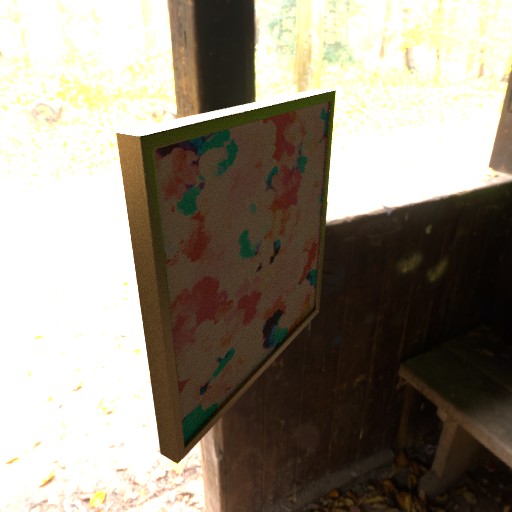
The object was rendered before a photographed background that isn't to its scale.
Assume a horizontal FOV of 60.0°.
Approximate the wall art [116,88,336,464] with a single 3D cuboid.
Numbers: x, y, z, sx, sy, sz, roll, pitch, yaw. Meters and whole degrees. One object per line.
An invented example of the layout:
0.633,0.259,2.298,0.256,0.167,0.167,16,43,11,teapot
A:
0.000,0.000,0.783,0.037,0.509,0.510,16,31,29,wall art
